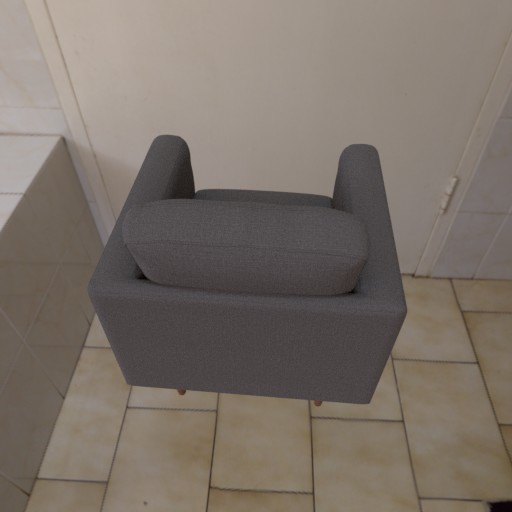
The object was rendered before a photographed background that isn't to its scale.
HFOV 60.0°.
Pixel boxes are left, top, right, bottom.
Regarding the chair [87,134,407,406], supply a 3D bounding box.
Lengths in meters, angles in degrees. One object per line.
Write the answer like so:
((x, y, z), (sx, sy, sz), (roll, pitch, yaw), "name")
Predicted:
((0.000, 0.000, 1.578), (0.854, 0.927, 0.800), (4, 47, 3), "chair")
